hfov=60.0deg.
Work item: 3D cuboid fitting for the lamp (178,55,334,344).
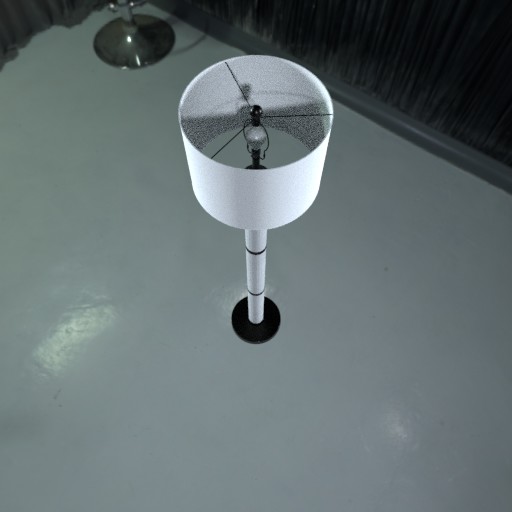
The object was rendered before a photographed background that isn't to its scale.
[{"bbox_3d":[0.000,0.000,1.780,0.377,1.599,0.377,32,67,15],"label":"lamp"}]
